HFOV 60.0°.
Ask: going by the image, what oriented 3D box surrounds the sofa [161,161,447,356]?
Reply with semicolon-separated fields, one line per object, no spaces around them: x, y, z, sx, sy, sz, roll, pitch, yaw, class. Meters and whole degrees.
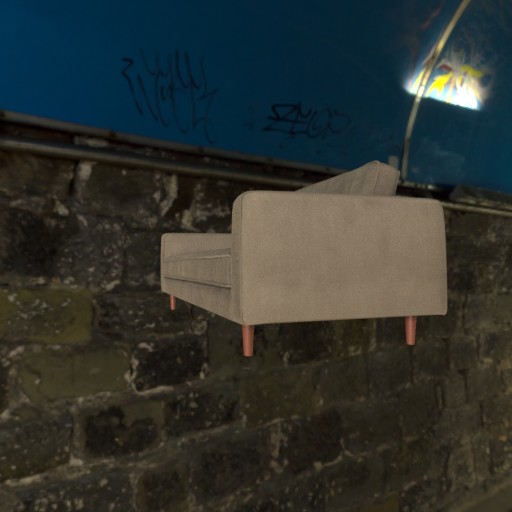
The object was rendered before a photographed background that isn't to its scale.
0.000;0.000;2.752;0.923;0.813;2.295;0;-1;-19;sofa
